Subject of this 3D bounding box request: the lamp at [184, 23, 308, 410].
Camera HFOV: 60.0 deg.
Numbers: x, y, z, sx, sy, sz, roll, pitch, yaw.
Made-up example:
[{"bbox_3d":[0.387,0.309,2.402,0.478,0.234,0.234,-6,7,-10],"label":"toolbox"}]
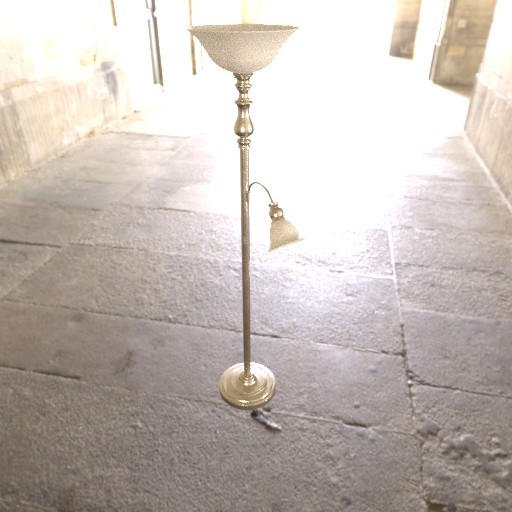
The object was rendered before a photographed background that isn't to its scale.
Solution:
[{"bbox_3d":[0.000,0.000,1.951,0.405,1.785,0.575,-19,36,-29],"label":"lamp"}]
